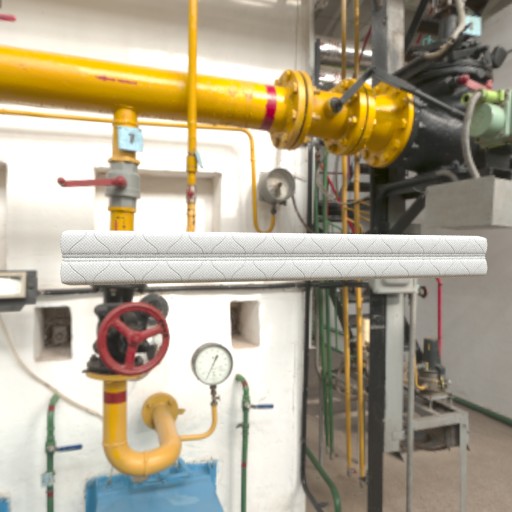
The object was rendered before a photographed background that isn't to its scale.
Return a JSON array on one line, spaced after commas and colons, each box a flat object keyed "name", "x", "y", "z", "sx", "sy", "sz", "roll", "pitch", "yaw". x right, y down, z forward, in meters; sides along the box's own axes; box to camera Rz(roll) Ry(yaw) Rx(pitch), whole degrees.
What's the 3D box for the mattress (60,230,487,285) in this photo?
[{"name": "mattress", "x": 0.000, "y": 0.000, "z": 2.510, "sx": 1.900, "sy": 0.200, "sz": 1.400, "roll": 0, "pitch": 0, "yaw": -18}]
